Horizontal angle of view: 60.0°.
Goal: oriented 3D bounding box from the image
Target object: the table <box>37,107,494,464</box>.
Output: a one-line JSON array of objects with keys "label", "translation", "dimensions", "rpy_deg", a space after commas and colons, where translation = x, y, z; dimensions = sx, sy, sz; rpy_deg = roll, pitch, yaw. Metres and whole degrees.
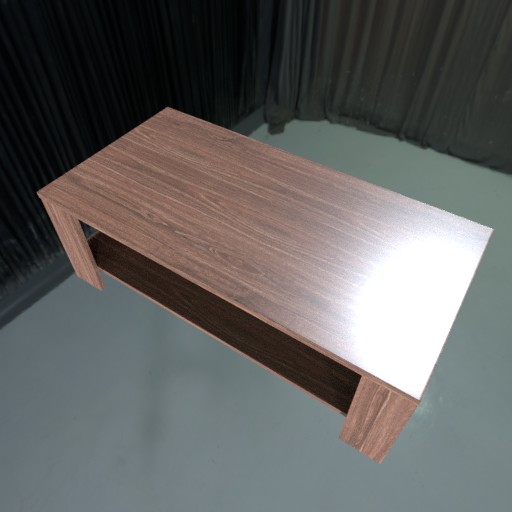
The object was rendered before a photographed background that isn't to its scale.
[{"label": "table", "translation": [0.000, 0.000, 1.440], "dimensions": [1.200, 0.400, 0.600], "rpy_deg": [26, 53, 22]}]
